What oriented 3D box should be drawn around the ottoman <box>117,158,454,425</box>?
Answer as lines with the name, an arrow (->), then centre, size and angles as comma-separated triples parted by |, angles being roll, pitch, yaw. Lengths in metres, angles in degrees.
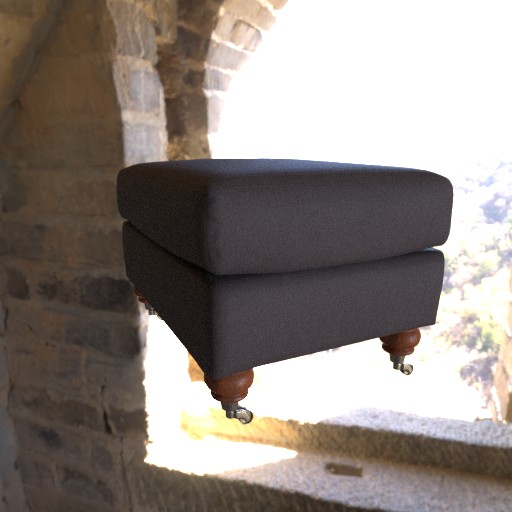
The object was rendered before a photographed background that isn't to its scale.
ottoman -> 0.000, 0.000, 1.153 | 0.574, 0.497, 0.773 | -7, 15, -26
